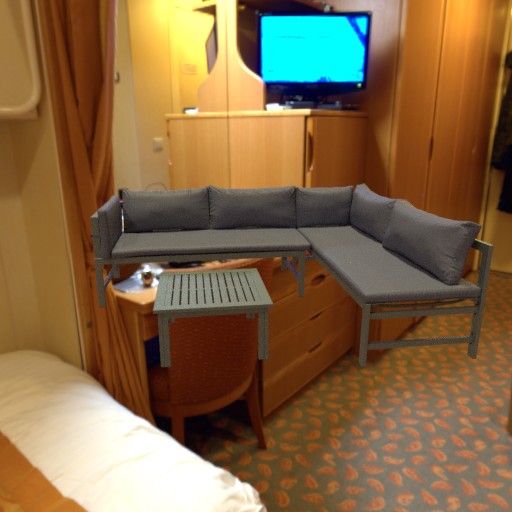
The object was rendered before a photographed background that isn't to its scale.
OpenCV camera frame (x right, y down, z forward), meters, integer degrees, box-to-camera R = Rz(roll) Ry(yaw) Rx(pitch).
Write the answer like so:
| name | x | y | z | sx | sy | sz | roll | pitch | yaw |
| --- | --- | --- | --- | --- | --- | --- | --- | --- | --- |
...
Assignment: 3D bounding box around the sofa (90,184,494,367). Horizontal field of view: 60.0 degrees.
| name | x | y | z | sx | sy | sz | roll | pitch | yaw |
| --- | --- | --- | --- | --- | --- | --- | --- | --- | --- |
| sofa | 0.000 | 0.000 | 2.908 | 2.149 | 0.762 | 1.658 | -2 | 16 | -8 |
